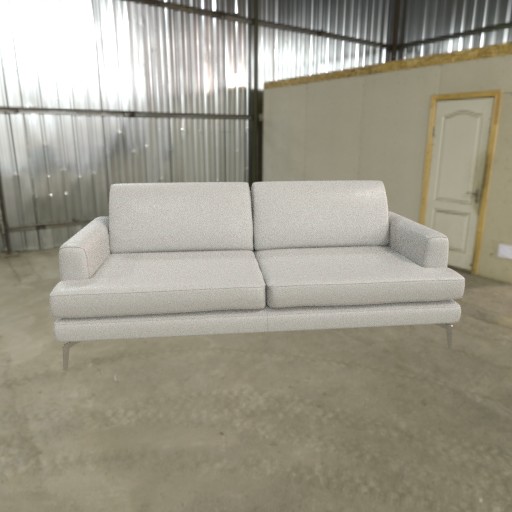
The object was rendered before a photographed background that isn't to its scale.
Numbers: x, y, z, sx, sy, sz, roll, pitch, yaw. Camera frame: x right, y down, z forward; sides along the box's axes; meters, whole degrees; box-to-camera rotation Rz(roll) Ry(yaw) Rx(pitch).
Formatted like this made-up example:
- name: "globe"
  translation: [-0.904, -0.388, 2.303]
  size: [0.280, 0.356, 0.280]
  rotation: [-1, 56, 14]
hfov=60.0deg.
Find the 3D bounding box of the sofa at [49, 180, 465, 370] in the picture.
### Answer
- name: "sofa"
  translation: [0.000, 0.000, 2.473]
  size: [1.940, 0.765, 0.974]
  rotation: [-2, 16, -6]
